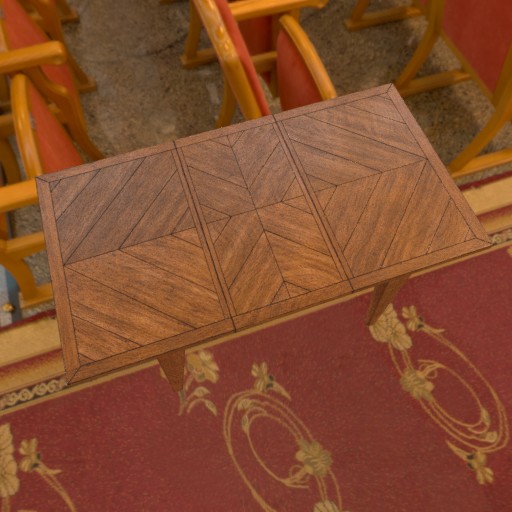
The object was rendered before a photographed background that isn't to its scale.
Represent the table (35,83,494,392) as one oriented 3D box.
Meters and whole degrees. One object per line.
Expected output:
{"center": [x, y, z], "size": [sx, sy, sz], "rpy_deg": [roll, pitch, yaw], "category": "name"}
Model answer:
{"center": [0.000, 0.000, 1.859], "size": [1.400, 0.760, 0.757], "rpy_deg": [-17, 66, -8], "category": "table"}
